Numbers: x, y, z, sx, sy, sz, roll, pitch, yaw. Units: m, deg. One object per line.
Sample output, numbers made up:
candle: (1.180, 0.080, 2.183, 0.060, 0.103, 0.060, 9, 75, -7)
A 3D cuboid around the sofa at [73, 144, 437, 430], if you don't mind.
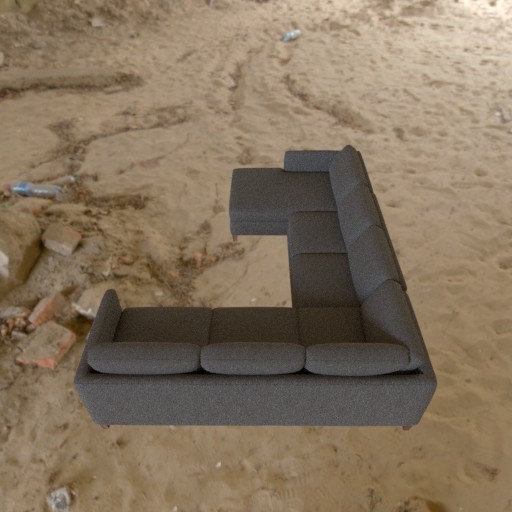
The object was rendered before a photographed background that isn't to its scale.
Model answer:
sofa: (0.000, 0.000, 4.383, 2.551, 0.853, 3.238, 0, 42, 0)
